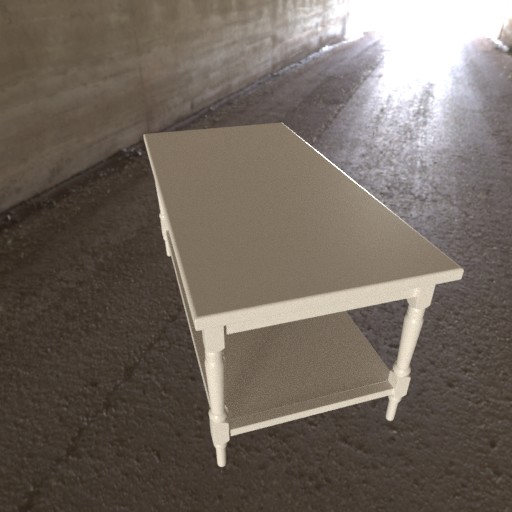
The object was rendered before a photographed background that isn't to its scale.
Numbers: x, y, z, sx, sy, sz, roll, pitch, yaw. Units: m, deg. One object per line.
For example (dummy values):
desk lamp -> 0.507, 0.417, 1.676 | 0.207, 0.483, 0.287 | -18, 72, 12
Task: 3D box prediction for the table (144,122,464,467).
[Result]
table -> 0.000, 0.000, 1.412 | 0.550, 0.510, 1.107 | -9, 33, -14
